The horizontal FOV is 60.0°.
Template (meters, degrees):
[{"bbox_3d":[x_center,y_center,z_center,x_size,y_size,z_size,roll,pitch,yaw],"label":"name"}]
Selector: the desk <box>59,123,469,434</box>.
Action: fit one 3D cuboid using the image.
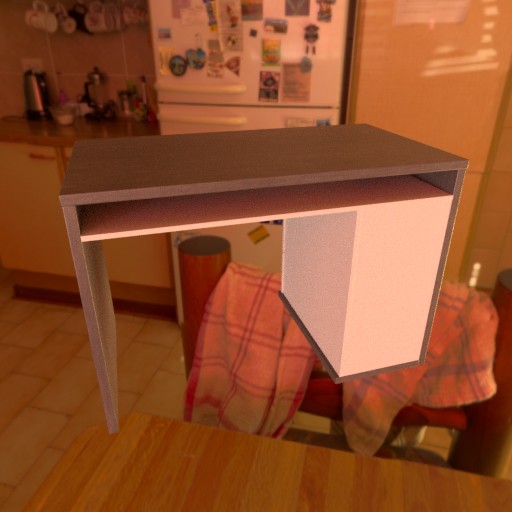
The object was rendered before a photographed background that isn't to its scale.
[{"bbox_3d":[0.000,0.000,1.556,1.100,0.750,0.600,-8,28,-15],"label":"desk"}]
